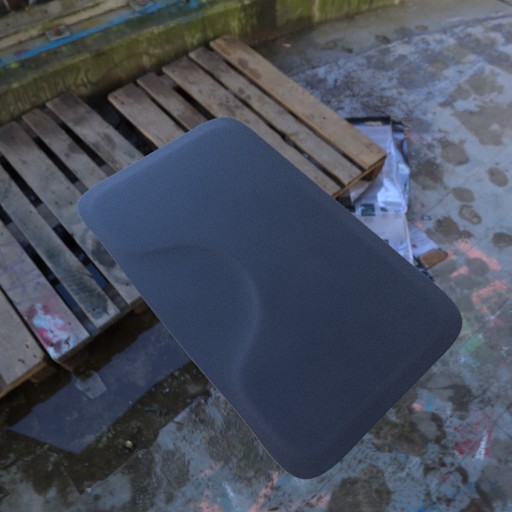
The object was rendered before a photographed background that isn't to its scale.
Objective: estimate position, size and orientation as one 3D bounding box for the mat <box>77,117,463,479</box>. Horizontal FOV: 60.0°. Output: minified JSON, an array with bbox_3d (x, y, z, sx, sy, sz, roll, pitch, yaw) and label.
[{"bbox_3d":[0.000,0.000,1.825,0.918,0.013,1.524,-36,66,-19],"label":"mat"}]
